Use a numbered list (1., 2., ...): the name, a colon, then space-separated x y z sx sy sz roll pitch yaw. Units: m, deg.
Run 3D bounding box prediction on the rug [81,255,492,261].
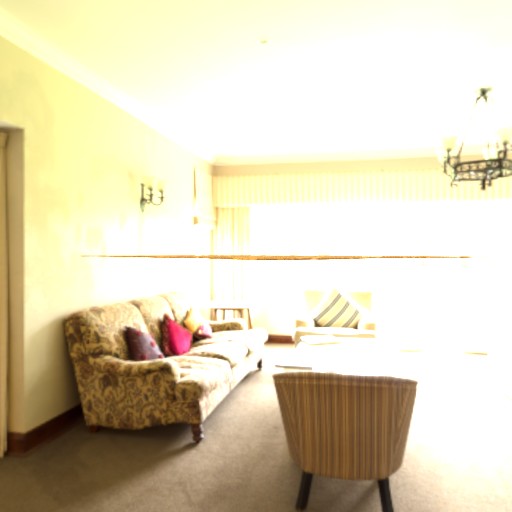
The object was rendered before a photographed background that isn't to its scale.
1. rug: 0.000 0.000 2.725 1.524 0.013 2.135 0 1 -37
